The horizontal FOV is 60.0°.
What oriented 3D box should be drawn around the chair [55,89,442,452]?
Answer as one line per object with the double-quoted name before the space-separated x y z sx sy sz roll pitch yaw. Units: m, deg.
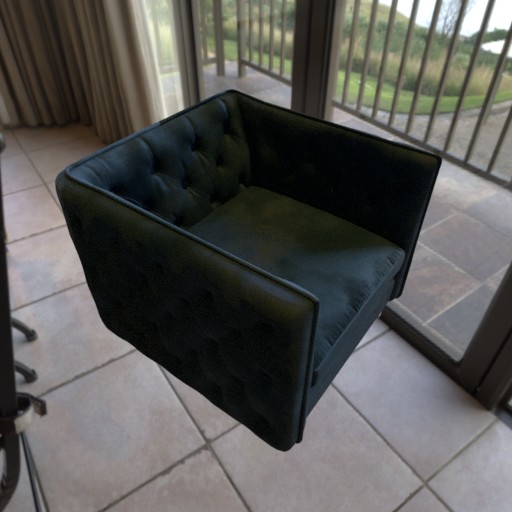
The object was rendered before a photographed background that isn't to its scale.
"chair" 0.000 0.000 1.556 0.877 0.771 0.868 26 48 27
